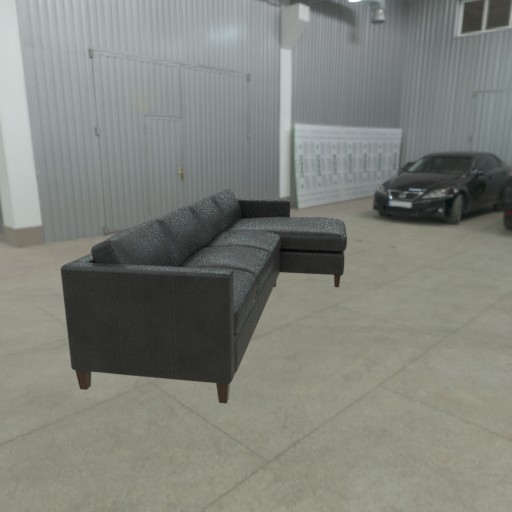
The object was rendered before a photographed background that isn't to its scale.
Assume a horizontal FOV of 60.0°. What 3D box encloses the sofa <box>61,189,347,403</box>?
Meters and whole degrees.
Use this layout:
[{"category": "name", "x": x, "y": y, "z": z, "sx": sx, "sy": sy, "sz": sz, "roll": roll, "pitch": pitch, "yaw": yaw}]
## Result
[{"category": "sofa", "x": 0.000, "y": 0.000, "z": 3.829, "sx": 1.581, "sy": 0.883, "sz": 3.203, "roll": 2, "pitch": 14, "yaw": 9}]
